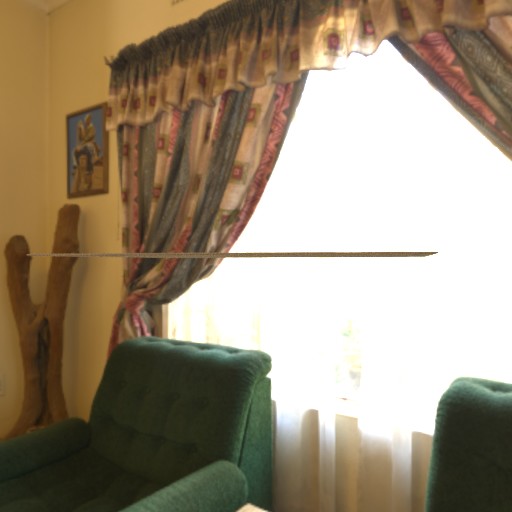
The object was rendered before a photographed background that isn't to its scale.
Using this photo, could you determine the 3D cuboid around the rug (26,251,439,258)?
[{"bbox_3d":[0.000,0.000,3.961,2.895,0.018,2.288,0,-1,19],"label":"rug"}]
